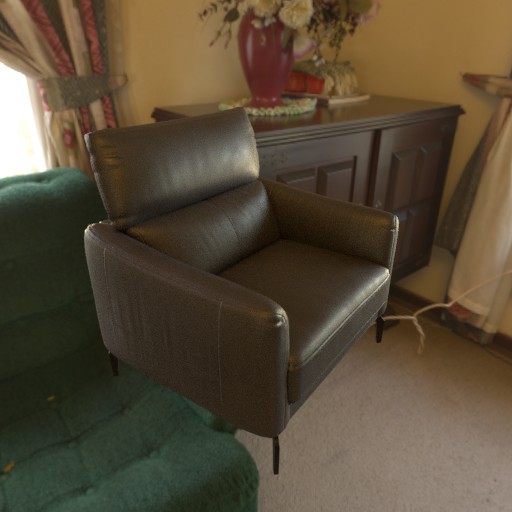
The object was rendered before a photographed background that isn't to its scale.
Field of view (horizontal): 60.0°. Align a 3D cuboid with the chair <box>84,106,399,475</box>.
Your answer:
[{"bbox_3d":[0.000,0.000,1.654,0.809,0.949,0.976,17,30,32],"label":"chair"}]
